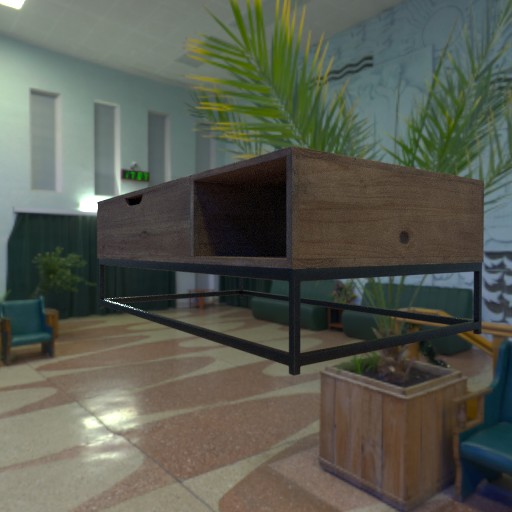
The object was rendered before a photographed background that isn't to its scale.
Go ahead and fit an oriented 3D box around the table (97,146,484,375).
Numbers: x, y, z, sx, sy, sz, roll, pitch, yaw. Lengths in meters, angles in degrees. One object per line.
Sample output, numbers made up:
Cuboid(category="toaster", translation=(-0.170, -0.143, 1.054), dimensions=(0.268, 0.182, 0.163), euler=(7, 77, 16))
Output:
Cuboid(category="table", translation=(0.000, 0.000, 1.393), dimensions=(0.655, 0.395, 1.101), euler=(-1, 1, -36))
